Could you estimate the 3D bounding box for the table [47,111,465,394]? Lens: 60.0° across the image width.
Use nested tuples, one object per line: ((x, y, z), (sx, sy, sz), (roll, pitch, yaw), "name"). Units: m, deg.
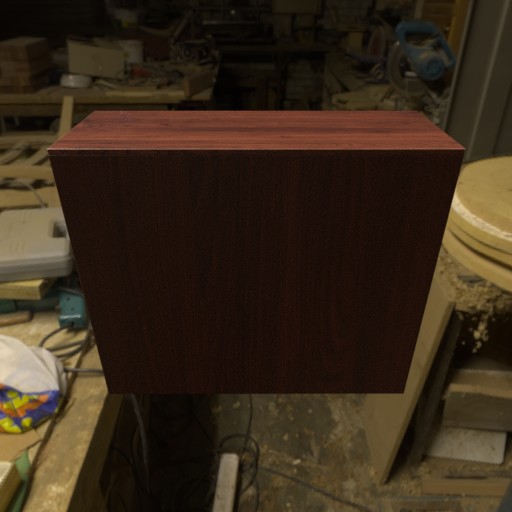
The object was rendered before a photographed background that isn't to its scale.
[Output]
((0.000, 0.000, 1.350), (0.930, 0.790, 0.380), (0, 32, 0), "table")
